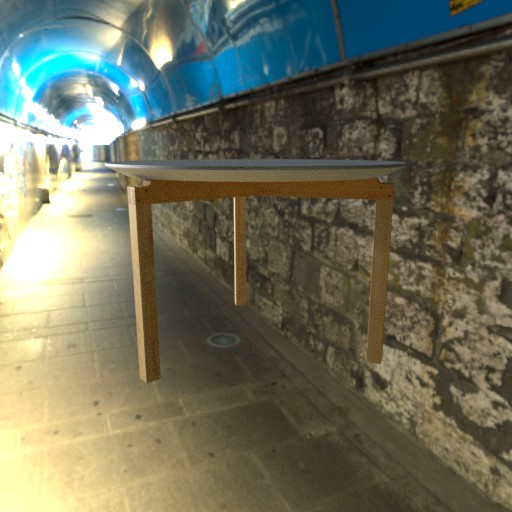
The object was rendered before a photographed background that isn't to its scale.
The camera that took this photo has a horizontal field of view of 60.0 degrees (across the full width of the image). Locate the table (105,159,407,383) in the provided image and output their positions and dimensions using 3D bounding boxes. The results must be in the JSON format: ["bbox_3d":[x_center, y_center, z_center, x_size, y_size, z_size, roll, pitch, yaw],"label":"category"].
[{"bbox_3d":[0.000,0.000,0.973,0.600,0.405,0.600,0,13,0],"label":"table"}]
